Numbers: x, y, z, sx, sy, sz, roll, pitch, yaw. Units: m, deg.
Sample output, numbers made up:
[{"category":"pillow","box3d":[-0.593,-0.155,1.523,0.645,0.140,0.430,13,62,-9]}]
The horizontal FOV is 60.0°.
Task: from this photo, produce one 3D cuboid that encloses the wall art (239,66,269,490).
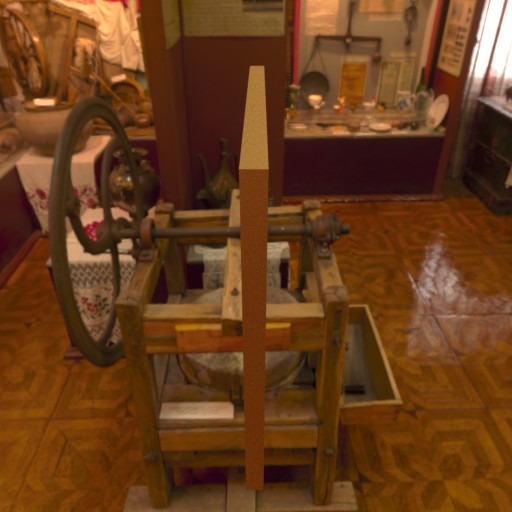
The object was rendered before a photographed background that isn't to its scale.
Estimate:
[{"category":"wall art","box3d":[0.000,0.000,2.814,0.099,1.926,1.926,0,33,0]}]
